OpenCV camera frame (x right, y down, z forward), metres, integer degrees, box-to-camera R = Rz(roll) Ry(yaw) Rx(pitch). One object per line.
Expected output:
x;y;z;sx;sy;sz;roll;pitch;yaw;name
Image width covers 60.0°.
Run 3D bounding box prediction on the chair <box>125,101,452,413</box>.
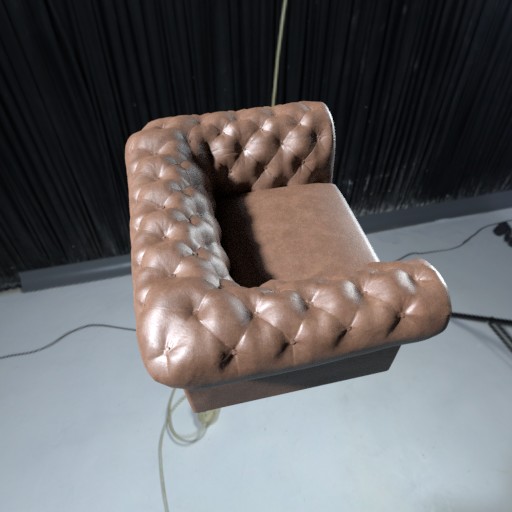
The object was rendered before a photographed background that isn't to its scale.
0.000;0.000;1.881;0.954;0.784;1.298;-10;48;-9;chair
